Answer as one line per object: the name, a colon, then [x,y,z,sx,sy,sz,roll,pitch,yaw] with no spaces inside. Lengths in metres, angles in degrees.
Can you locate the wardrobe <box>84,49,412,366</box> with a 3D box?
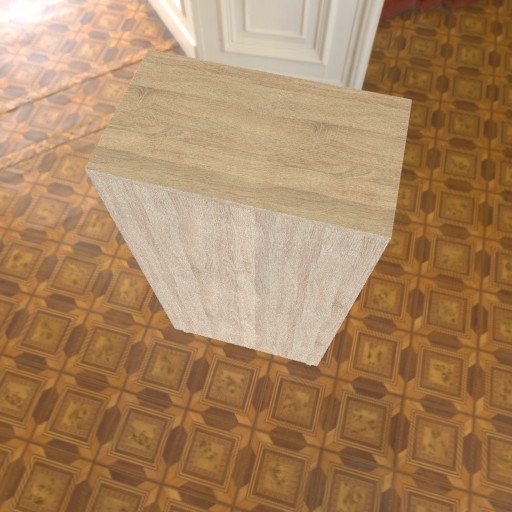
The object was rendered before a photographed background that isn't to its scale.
wardrobe: [0.000,0.000,2.396,1.000,1.960,0.600,13,65,6]
